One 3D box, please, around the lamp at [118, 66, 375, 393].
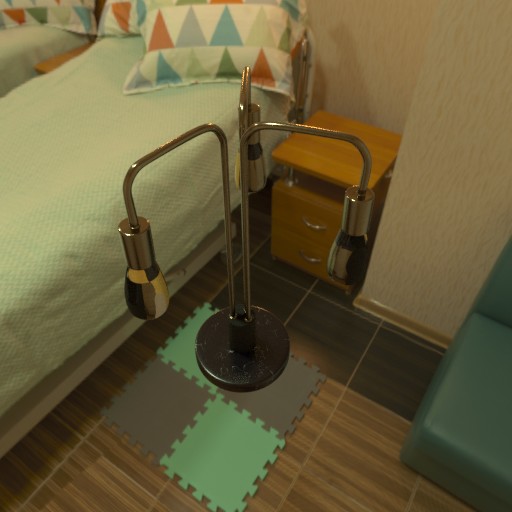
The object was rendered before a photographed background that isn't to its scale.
[{"bbox_3d":[0.000,0.000,0.787,0.355,0.560,0.368,3,46,3],"label":"lamp"}]
